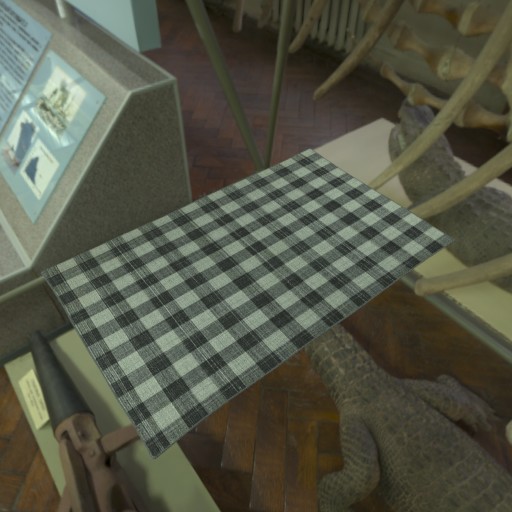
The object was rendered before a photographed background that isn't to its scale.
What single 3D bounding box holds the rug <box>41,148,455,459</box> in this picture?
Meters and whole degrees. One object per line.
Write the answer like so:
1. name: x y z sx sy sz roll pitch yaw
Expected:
1. rug: 0.000 0.000 3.093 2.476 0.011 1.554 -29 53 -25
